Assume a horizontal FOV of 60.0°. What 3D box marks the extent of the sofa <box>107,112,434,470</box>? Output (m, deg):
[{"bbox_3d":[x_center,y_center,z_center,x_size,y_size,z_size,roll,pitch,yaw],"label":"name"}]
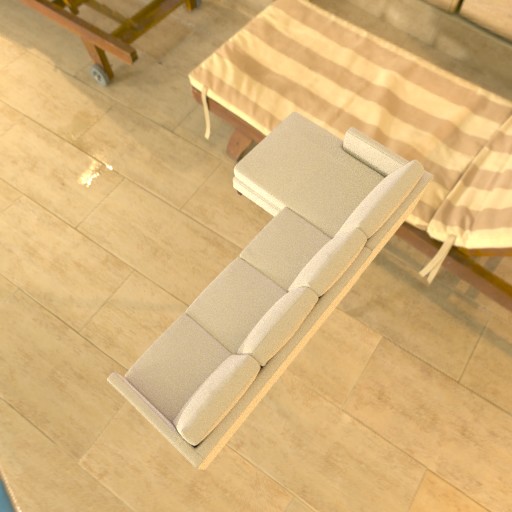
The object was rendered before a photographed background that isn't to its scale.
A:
[{"bbox_3d":[0.000,0.000,3.983,1.625,0.846,3.186,37,70,16],"label":"sofa"}]
